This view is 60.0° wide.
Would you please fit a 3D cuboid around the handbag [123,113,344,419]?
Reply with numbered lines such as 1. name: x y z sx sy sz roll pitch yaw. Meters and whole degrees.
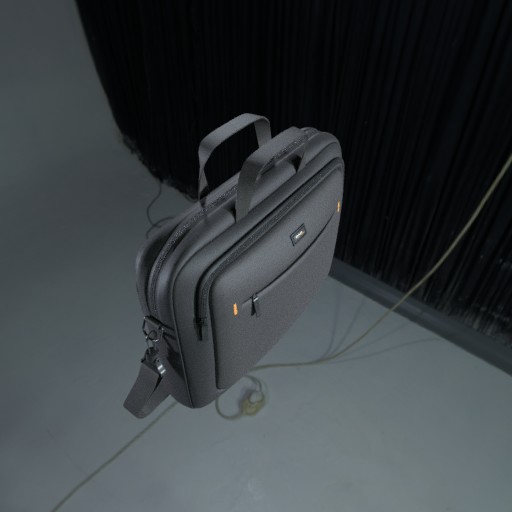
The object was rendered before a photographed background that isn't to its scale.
1. handbag: 0.000 0.000 0.580 0.126 0.330 0.429 27 49 26
